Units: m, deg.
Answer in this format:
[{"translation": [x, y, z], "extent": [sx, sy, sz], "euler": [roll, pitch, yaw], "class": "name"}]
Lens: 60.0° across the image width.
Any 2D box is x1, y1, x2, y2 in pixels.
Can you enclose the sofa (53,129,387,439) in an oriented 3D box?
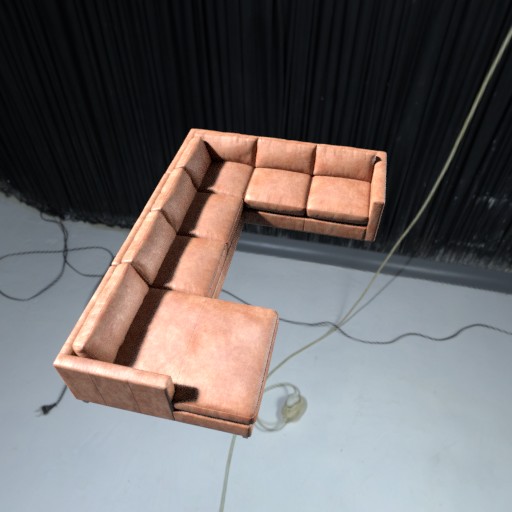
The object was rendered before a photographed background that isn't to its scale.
[{"translation": [0.000, 0.000, 4.519], "extent": [2.430, 0.832, 3.401], "euler": [9, 48, 8], "class": "sofa"}]
